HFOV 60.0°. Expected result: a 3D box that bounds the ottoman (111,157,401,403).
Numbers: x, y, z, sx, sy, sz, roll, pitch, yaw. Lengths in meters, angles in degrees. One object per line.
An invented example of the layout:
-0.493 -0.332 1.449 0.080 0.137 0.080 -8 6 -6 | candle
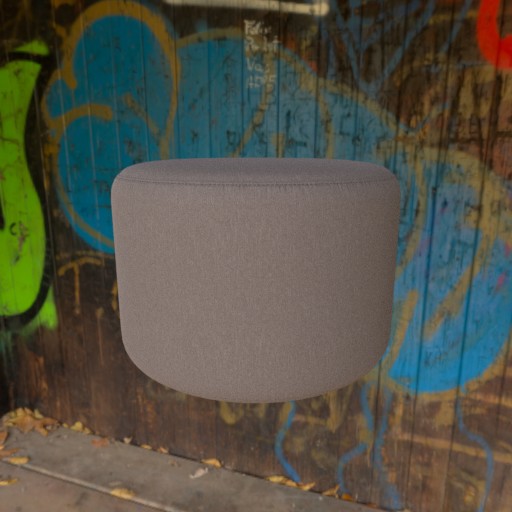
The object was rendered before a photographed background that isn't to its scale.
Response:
0.000 0.000 1.008 0.608 0.433 0.608 0 14 0 | ottoman
